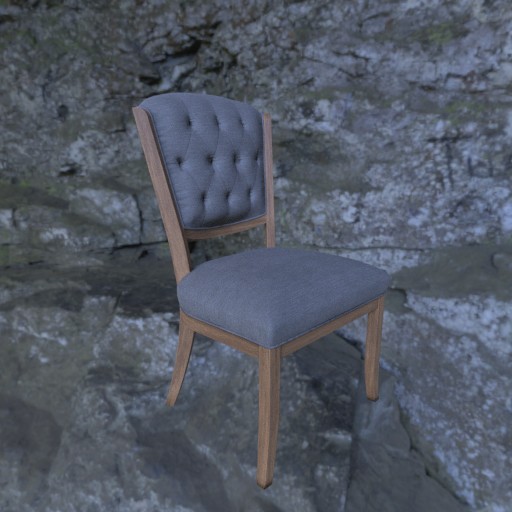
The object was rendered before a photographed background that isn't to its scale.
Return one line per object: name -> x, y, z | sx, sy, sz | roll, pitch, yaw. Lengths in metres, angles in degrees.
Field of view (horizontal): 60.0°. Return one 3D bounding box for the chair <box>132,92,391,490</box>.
chair -> 0.000, 0.000, 1.263 | 0.584, 0.905, 0.513 | 15, 21, 43
